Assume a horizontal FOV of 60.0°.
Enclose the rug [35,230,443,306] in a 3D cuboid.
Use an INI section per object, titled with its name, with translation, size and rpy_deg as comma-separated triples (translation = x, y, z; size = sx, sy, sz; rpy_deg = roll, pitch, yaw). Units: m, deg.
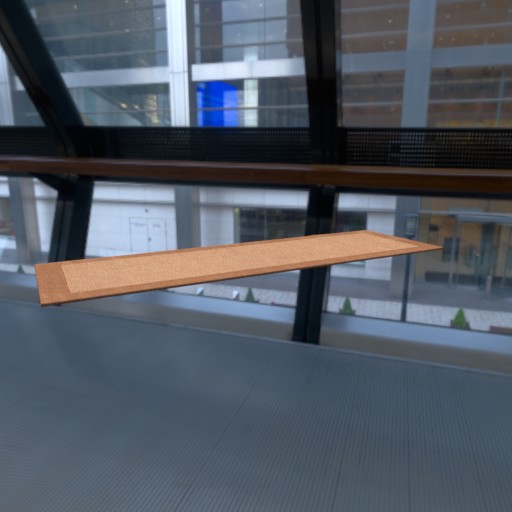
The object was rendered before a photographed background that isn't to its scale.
[rug]
translation = 0.000, 0.000, 2.738
size = 2.439, 0.017, 0.764
rpy_deg = -7, 15, -27
